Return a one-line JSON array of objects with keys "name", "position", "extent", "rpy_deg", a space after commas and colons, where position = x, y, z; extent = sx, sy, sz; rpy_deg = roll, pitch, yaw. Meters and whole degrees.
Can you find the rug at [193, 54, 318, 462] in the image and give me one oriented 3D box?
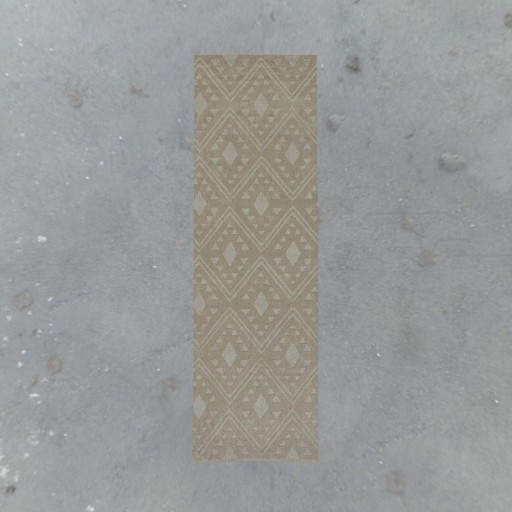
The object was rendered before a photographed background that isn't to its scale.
[{"name": "rug", "position": [0.000, 0.000, 2.668], "extent": [0.752, 0.051, 2.452], "rpy_deg": [0, 89, 0]}]
